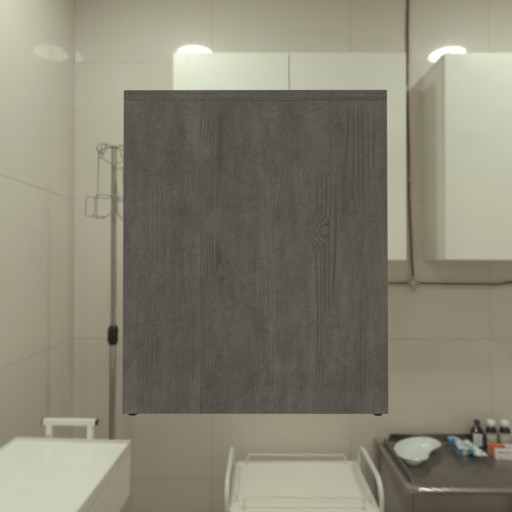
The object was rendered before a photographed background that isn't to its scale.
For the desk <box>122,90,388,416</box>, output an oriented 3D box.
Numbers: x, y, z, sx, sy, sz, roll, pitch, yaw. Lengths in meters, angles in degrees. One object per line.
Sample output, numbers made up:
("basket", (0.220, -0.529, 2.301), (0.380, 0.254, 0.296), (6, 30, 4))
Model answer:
("desk", (0.000, 0.000, 1.604), (0.600, 0.740, 1.200), (0, -1, 0))
